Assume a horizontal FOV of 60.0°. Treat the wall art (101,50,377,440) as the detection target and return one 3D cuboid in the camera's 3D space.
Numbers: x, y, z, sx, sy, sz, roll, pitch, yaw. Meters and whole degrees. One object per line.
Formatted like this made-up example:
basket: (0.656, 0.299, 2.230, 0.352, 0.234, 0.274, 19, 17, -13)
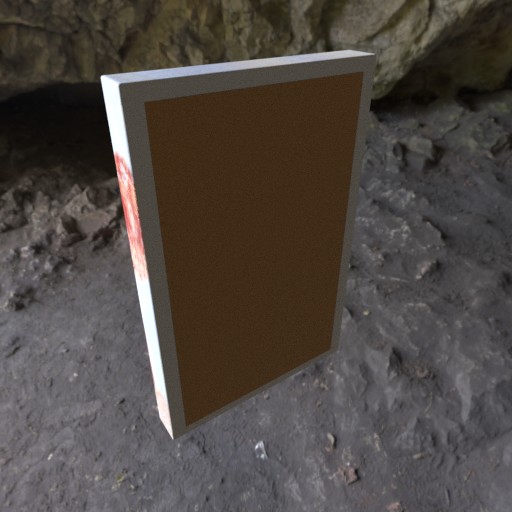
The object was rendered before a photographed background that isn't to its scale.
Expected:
wall art: (0.000, 0.000, 0.471, 0.251, 0.380, 0.039, -20, 37, -29)
